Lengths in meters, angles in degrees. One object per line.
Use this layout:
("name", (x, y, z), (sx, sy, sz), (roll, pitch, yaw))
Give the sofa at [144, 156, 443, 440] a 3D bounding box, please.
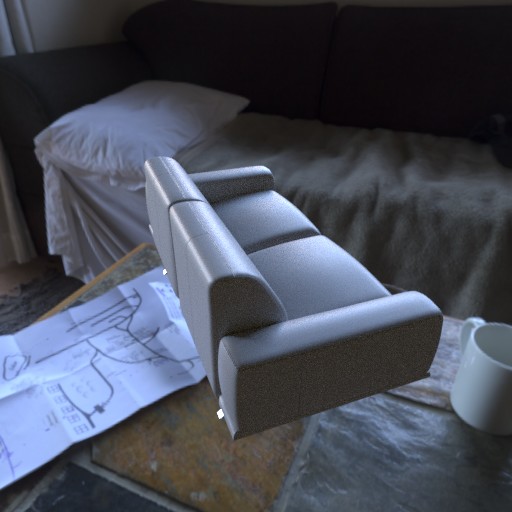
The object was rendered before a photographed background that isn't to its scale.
("sofa", (0.000, 0.000, 2.404), (0.900, 0.772, 1.901), (-11, 32, -18))
